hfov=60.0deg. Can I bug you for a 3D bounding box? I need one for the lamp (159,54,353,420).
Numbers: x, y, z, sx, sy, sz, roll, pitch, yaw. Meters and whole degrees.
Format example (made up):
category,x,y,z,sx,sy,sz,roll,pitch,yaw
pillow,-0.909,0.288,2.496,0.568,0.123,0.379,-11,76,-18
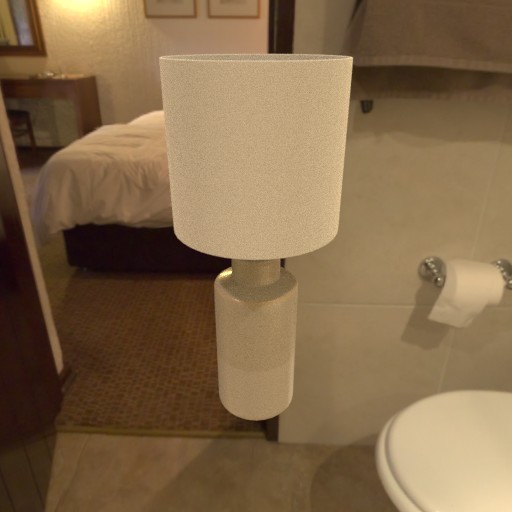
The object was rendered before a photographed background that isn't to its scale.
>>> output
category,x,y,z,sx,sy,sz,roll,pitch,yaw
lamp,0.000,0.000,0.601,0.212,0.493,0.212,-17,31,-31
